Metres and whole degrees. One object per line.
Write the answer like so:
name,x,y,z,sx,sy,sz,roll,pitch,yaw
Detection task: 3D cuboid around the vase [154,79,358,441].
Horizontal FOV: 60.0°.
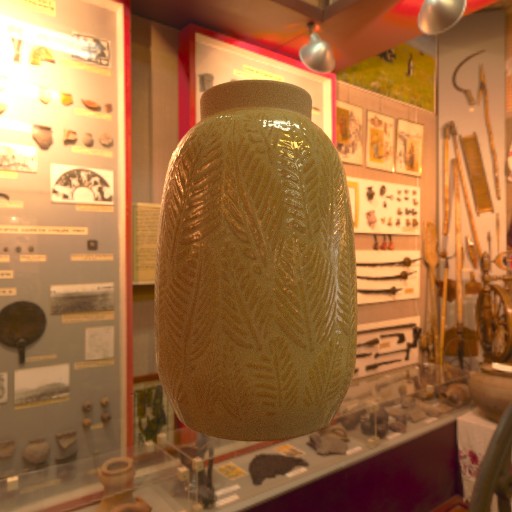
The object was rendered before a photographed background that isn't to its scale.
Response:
vase,0.000,0.000,0.385,0.172,0.270,0.172,0,0,0
